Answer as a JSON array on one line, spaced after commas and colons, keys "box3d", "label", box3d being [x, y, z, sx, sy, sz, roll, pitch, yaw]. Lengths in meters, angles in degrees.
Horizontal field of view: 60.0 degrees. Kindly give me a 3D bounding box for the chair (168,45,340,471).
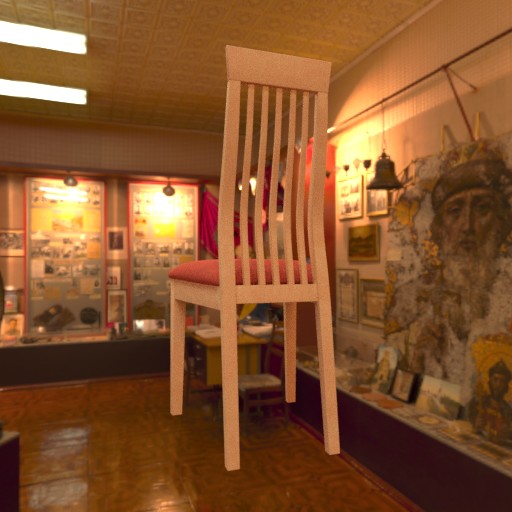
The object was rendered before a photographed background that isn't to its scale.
[{"box3d": [0.000, 0.000, 1.318, 0.460, 1.027, 0.474, 0, -1, -19], "label": "chair"}]
